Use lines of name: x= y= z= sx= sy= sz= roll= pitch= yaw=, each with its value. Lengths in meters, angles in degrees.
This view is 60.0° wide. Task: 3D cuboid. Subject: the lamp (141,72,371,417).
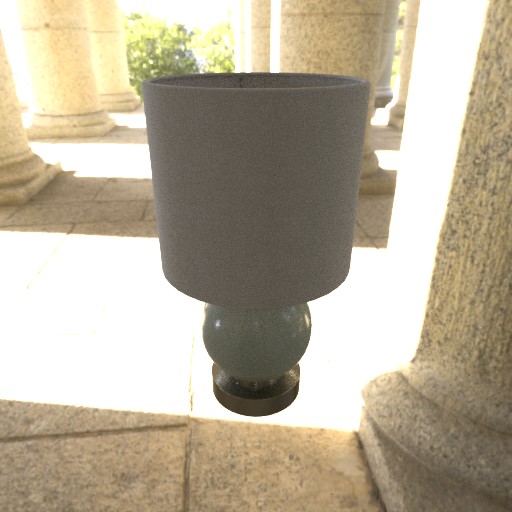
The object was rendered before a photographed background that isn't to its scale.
lamp: x=0.000 y=0.000 z=0.474 sx=0.201 sy=0.353 sz=0.201 roll=-17 pitch=30 yaw=-31
